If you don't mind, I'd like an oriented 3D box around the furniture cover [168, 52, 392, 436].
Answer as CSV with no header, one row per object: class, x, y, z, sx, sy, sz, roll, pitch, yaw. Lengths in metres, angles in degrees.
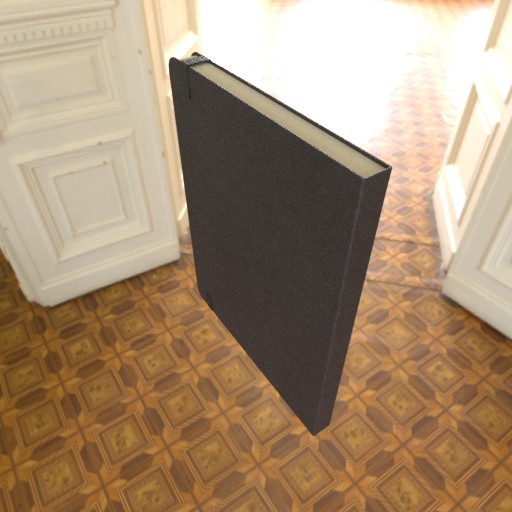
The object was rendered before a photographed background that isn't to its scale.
furniture cover,0.000,0.000,0.382,0.023,0.281,0.216,-25,49,-24
